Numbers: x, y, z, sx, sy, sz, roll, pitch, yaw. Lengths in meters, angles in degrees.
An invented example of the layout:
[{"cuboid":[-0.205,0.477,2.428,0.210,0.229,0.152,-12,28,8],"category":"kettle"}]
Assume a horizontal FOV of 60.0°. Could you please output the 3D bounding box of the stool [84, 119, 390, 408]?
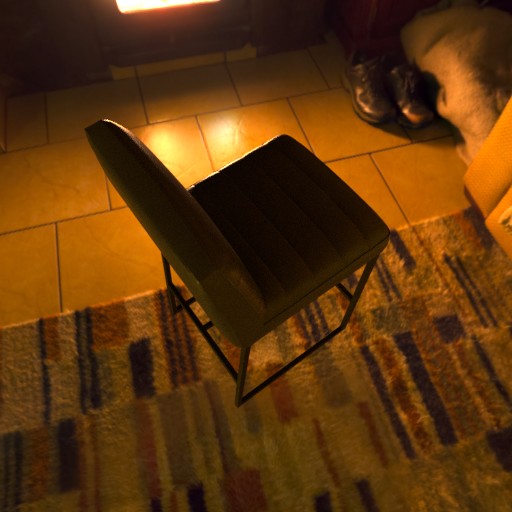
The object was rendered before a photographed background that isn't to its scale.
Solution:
[{"cuboid":[0.000,0.000,1.261,0.552,0.938,0.457,-32,64,-18],"category":"stool"}]
